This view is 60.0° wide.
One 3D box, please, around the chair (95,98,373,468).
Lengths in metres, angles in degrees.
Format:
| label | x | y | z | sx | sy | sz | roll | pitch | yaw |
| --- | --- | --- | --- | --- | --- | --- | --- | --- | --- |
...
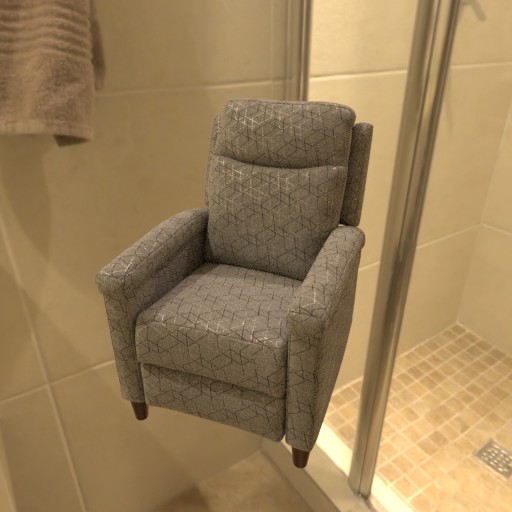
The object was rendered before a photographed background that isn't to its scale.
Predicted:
| label | x | y | z | sx | sy | sz | roll | pitch | yaw |
| --- | --- | --- | --- | --- | --- | --- | --- | --- | --- |
| chair | 0.000 | 0.000 | 1.696 | 0.753 | 1.048 | 0.987 | 9 | 29 | 17 |
